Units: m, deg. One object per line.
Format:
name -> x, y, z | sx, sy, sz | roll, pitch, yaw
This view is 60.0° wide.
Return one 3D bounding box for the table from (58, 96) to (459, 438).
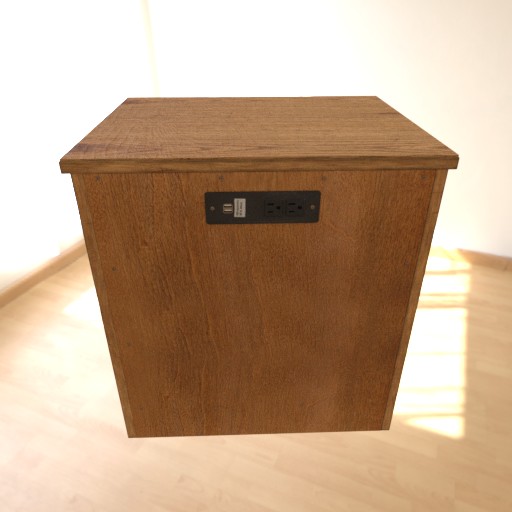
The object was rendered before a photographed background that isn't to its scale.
table -> 0.000, 0.000, 1.028 | 0.601, 0.625, 0.494 | -1, 30, -2
